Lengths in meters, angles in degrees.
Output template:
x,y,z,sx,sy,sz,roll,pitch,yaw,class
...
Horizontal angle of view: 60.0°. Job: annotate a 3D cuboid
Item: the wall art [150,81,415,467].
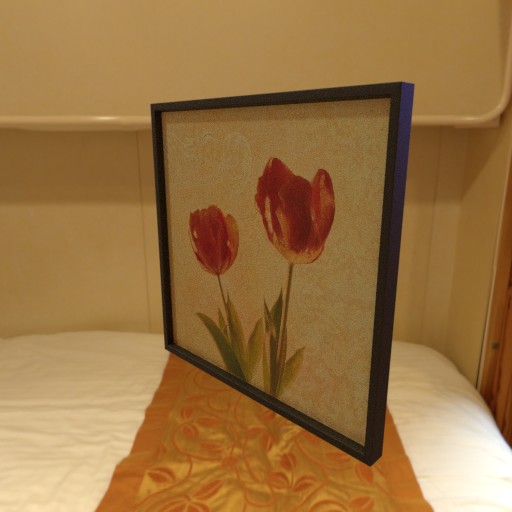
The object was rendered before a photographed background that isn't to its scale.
x,y,z,sx,sy,sz,roll,pitch,yaw,class
0.000,0.000,0.514,0.349,0.349,0.038,15,21,43,wall art
